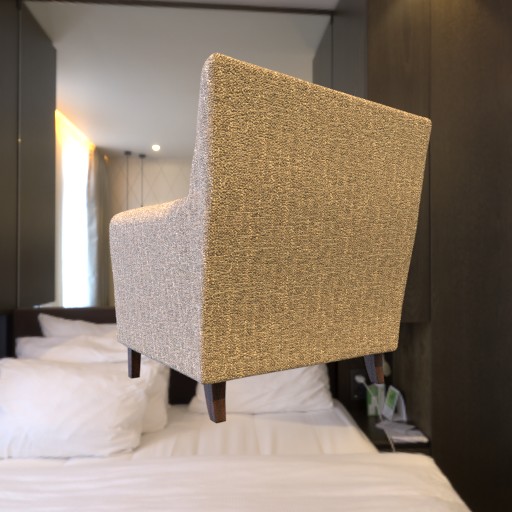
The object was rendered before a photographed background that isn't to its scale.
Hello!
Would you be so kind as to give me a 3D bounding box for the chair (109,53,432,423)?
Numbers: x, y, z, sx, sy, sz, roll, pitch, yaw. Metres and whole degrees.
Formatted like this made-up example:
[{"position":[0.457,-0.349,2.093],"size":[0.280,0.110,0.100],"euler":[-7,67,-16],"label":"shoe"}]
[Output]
[{"position":[0.000,0.000,1.604],"size":[0.864,0.928,0.873],"euler":[1,-1,-35],"label":"chair"}]
